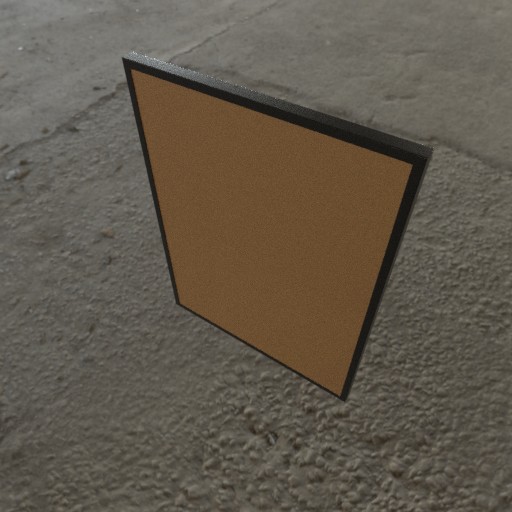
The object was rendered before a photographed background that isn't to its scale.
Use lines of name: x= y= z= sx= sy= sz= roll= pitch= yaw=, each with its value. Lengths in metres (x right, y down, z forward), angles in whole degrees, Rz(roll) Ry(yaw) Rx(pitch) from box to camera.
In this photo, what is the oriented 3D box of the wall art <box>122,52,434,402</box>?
wall art: x=0.000 y=0.000 z=1.388 sx=0.804 sy=1.061 sz=0.039 roll=26 pitch=52 yaw=22
